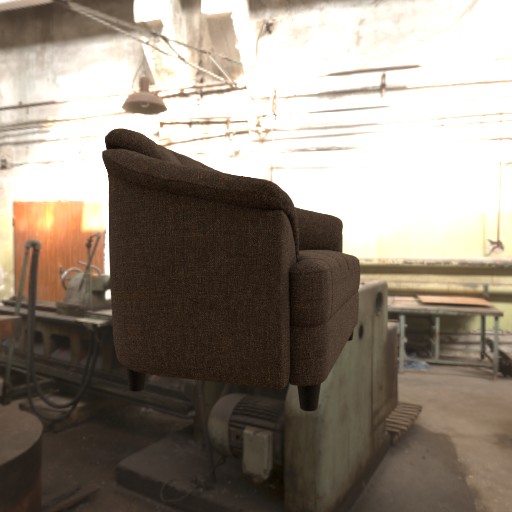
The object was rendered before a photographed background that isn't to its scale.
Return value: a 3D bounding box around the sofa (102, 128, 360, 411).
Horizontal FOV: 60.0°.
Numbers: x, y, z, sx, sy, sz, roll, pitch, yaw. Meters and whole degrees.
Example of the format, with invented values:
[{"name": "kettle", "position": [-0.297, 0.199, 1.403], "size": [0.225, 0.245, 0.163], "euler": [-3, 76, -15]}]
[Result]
[{"name": "sofa", "position": [0.000, 0.000, 1.921], "size": [0.799, 0.895, 1.404], "euler": [0, 1, 18]}]
